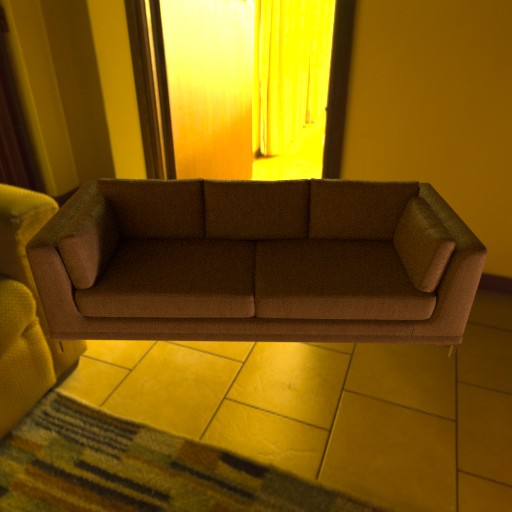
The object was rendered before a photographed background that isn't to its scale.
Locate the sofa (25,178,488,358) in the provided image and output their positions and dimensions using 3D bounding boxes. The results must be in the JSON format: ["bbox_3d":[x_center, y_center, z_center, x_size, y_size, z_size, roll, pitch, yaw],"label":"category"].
[{"bbox_3d":[0.000,0.000,2.844,2.415,0.867,0.969,0,30,1],"label":"sofa"}]
